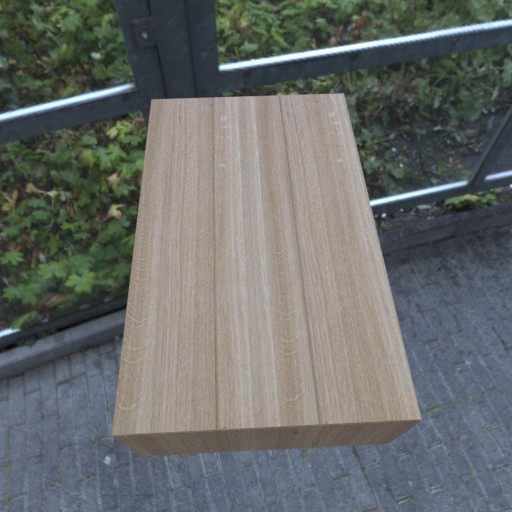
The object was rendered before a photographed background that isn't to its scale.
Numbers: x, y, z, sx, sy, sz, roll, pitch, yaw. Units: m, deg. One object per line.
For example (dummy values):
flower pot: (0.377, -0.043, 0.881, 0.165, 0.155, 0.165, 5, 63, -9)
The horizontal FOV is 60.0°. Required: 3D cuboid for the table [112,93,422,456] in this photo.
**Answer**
table: (0.000, 0.000, 1.410, 0.678, 0.353, 1.110, -2, 58, -1)
